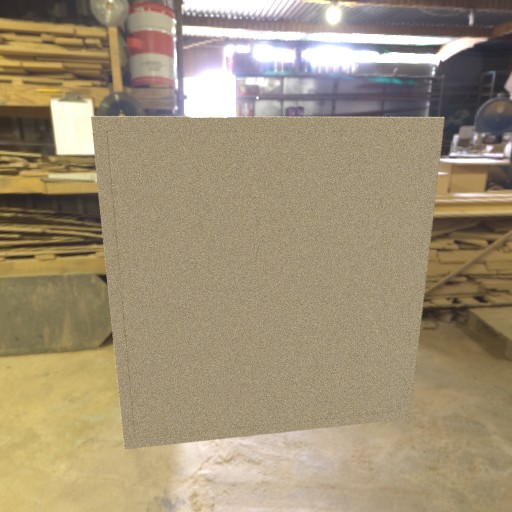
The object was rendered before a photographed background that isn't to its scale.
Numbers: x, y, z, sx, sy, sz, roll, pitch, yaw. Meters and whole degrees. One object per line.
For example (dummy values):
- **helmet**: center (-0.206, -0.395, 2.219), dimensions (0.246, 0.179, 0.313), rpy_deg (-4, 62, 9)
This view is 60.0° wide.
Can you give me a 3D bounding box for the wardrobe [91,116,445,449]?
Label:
- **wardrobe**: center (0.000, 0.000, 0.878), dimensions (0.500, 0.520, 0.400), rpy_deg (-3, 17, -9)
